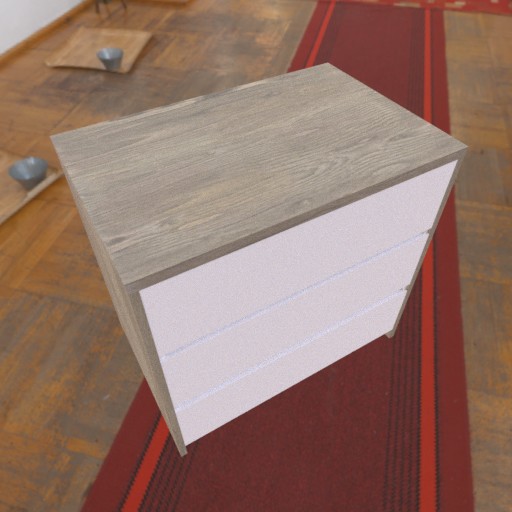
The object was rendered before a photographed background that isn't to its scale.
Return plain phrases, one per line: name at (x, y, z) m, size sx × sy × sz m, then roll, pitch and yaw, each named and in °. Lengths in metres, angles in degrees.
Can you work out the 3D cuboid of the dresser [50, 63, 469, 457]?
dresser at (0.000, 0.000, 1.296) m, size 0.809 × 0.762 × 0.529 m, roll -23°, pitch 50°, yaw -21°
